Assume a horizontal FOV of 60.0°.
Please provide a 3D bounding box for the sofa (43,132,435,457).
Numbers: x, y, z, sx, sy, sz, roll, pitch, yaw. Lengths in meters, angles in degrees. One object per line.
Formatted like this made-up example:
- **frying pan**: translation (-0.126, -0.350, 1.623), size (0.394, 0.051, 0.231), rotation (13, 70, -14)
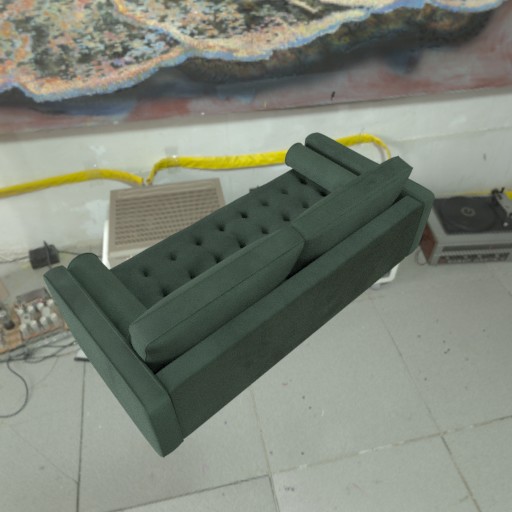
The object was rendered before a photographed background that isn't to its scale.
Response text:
- **sofa**: translation (0.000, 0.000, 2.352), size (1.880, 0.772, 0.916), rotation (-33, 54, -28)
